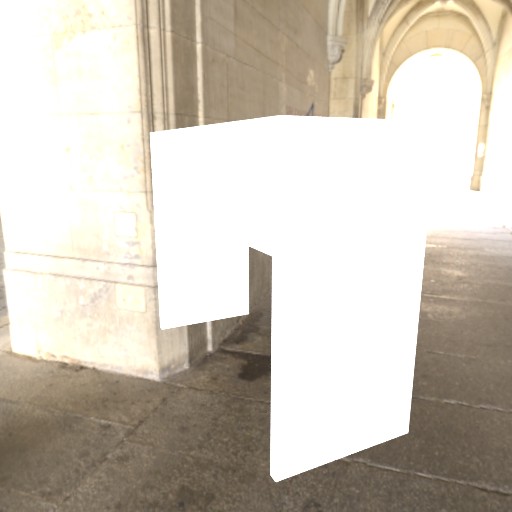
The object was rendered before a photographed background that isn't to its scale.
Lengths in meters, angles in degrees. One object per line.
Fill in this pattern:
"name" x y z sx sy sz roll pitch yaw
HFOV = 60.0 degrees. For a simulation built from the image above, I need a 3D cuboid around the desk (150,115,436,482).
"desk" 0.000 0.000 1.429 0.400 0.790 1.000 -7 15 -26
